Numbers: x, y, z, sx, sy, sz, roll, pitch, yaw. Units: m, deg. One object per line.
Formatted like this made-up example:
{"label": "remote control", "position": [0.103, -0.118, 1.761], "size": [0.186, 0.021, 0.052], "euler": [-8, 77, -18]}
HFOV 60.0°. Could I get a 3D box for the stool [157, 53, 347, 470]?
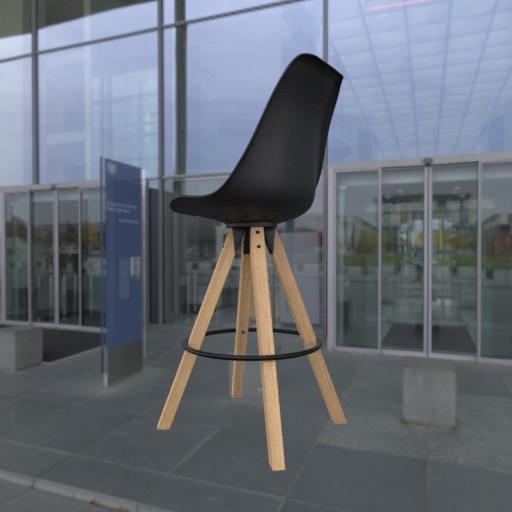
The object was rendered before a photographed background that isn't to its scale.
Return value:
{"label": "stool", "position": [0.000, 0.000, 1.446], "size": [0.550, 1.115, 0.485], "euler": [1, 1, 36]}
